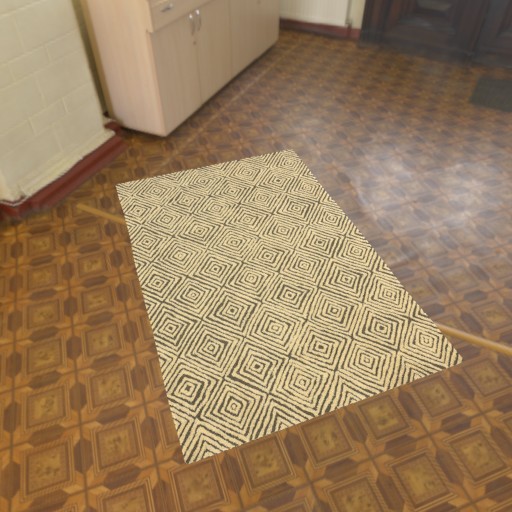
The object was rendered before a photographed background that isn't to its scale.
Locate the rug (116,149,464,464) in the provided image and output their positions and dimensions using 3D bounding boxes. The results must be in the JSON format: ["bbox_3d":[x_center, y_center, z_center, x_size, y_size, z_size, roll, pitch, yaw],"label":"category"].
[{"bbox_3d":[0.000,0.000,2.253,1.177,0.004,1.750,-15,46,-14],"label":"rug"}]
